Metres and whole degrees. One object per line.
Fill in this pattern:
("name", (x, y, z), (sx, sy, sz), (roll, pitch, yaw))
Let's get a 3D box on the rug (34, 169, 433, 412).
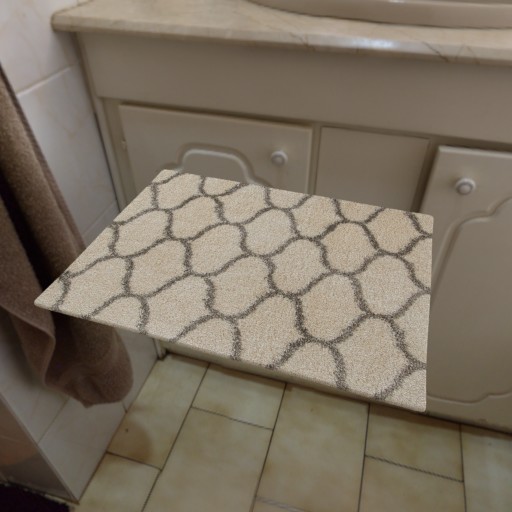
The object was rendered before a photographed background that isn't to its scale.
("rug", (0.000, 0.000, 2.123), (1.600, 0.025, 1.200), (12, 42, 14))
